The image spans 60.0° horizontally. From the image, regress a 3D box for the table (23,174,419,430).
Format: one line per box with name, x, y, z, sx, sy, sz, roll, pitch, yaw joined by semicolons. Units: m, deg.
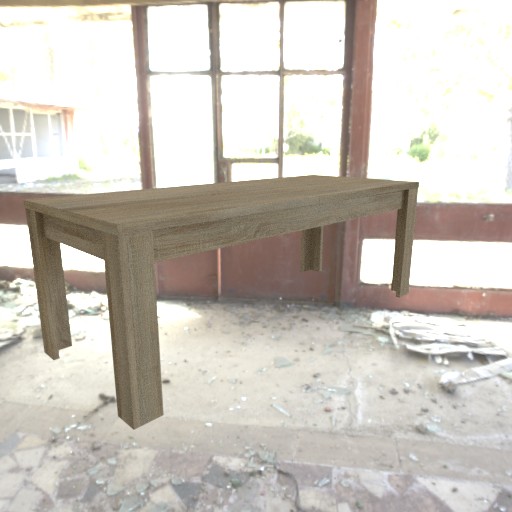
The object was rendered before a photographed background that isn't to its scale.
table;0.000;0.000;2.632;2.200;0.790;0.900;-14;20;-43
